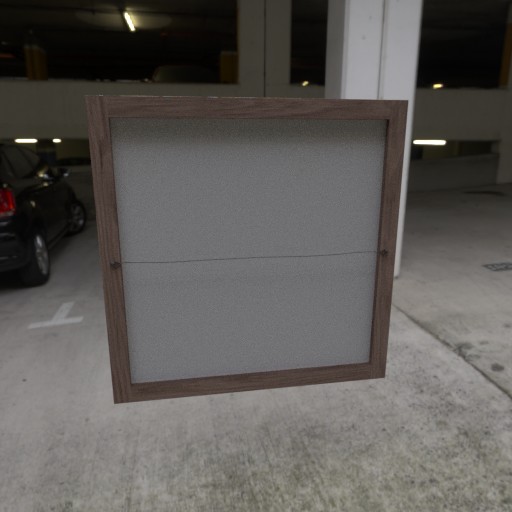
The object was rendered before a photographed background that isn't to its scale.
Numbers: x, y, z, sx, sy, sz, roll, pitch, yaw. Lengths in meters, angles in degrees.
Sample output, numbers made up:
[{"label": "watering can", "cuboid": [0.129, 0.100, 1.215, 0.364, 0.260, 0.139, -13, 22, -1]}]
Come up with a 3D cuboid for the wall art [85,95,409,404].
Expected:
[{"label": "wall art", "cuboid": [0.000, 0.000, 1.131, 0.757, 0.762, 0.028, -3, 15, -10]}]
